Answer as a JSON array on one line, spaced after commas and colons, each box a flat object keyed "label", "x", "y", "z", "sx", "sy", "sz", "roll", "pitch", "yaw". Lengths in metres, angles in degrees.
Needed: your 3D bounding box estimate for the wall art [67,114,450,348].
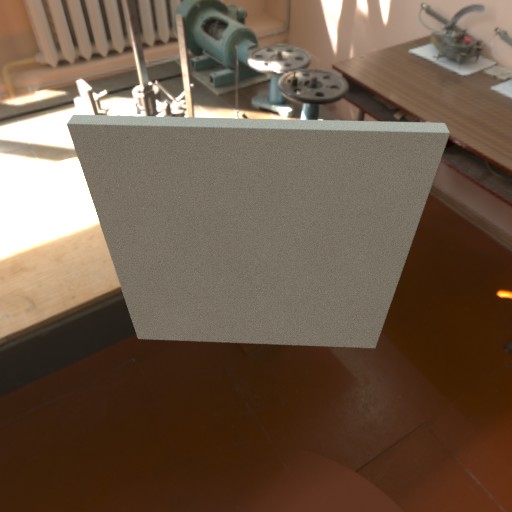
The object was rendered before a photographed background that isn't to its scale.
[{"label": "wall art", "x": 0.000, "y": 0.000, "z": 1.163, "sx": 0.762, "sy": 0.762, "sz": 0.040, "roll": 2, "pitch": 46, "yaw": 2}]
